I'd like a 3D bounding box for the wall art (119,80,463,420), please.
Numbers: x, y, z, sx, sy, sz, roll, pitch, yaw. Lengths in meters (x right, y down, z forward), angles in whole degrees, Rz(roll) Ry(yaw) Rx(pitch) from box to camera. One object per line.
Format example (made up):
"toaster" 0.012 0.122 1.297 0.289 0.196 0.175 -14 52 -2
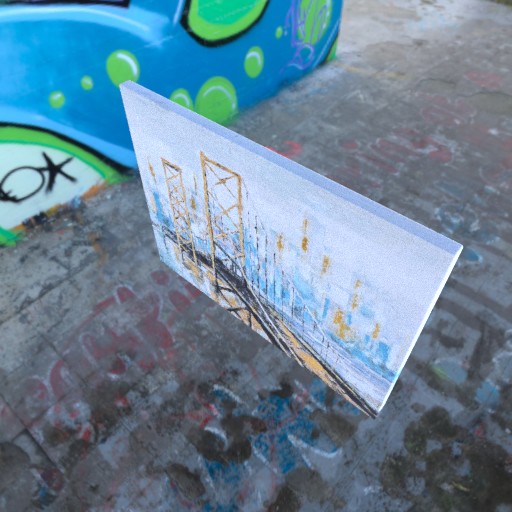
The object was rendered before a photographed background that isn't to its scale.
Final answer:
"wall art" 0.000 0.000 1.336 1.016 0.762 0.038 33 55 26
